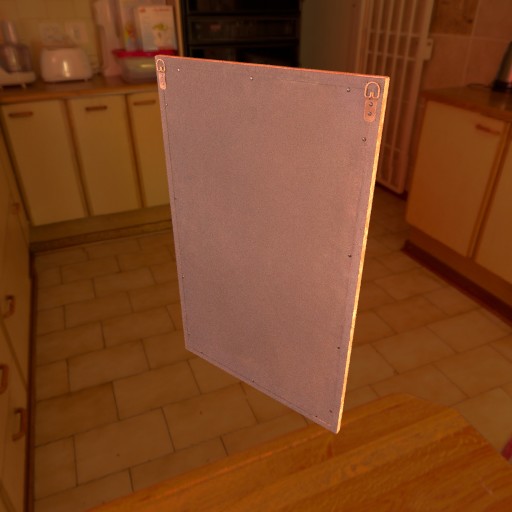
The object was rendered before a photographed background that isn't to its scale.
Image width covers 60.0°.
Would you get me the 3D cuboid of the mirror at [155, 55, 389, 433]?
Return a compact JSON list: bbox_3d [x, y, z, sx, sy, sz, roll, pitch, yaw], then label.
[{"bbox_3d":[0.000,0.000,0.984,0.495,0.787,0.058,21,36,31],"label":"mirror"}]
